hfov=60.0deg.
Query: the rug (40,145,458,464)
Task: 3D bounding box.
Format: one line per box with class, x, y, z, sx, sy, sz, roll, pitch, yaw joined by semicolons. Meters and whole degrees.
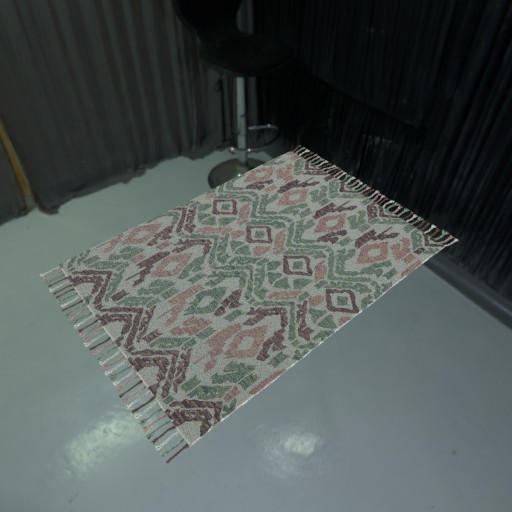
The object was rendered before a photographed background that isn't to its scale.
rug;0.000;0.000;2.293;1.829;0.010;1.219;-31;54;-27
